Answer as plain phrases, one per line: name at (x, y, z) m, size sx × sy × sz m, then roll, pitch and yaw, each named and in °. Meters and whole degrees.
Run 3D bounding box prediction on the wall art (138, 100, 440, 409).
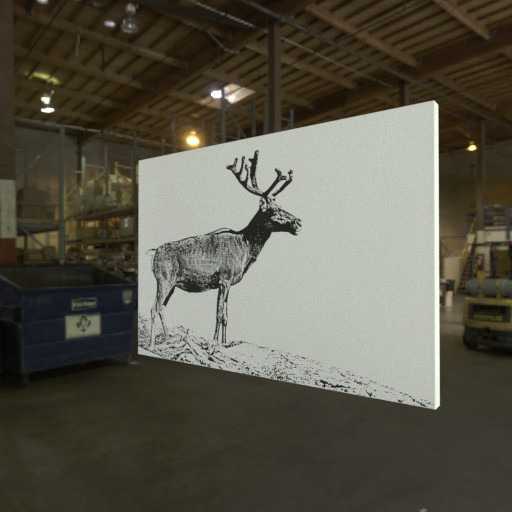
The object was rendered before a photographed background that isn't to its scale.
wall art at (0.000, 0.000, 1.163) m, size 0.906 × 0.617 × 0.033 m, roll -1°, pitch -1°, yaw 36°
